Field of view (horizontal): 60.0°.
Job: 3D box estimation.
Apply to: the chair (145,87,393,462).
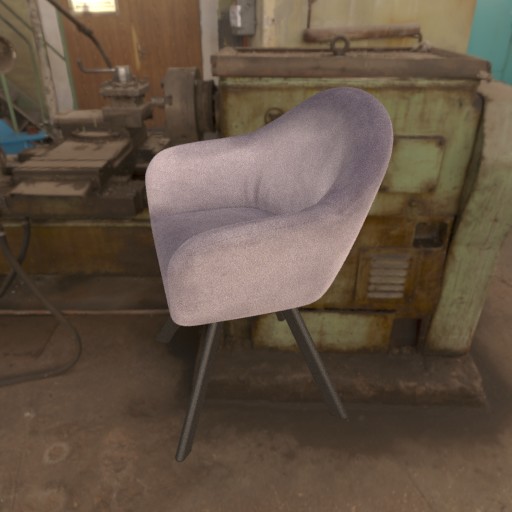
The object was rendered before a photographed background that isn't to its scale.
[{"bbox_3d":[0.000,0.000,1.123,0.540,0.780,0.570,-8,31,-14],"label":"chair"}]
